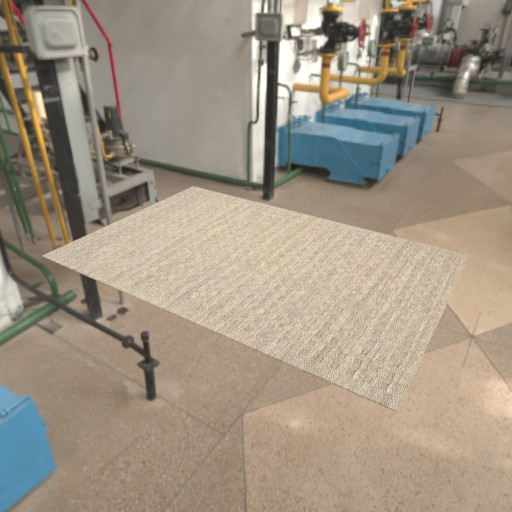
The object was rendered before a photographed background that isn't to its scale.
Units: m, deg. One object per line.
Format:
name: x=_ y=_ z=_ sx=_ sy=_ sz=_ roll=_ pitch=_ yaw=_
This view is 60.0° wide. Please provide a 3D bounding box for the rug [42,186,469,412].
rug: x=0.000 y=0.000 z=2.170 sx=1.752 sy=0.006 sz=1.142 roll=18 pitch=34 yaw=28
